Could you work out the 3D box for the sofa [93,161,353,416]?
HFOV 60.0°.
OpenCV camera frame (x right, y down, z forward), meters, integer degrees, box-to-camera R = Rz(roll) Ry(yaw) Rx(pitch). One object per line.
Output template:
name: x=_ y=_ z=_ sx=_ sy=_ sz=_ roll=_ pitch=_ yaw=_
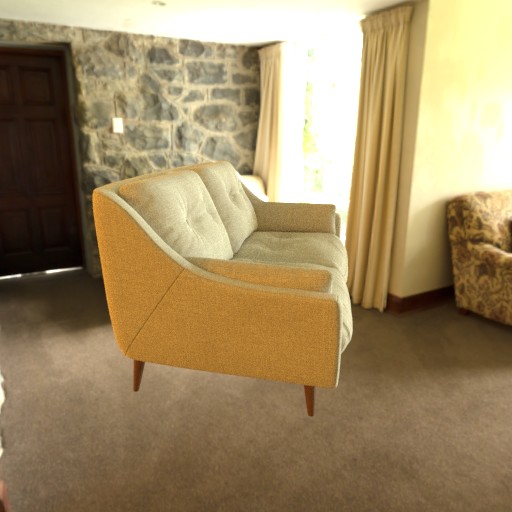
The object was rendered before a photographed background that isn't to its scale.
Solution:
sofa: x=0.000 y=0.000 z=2.299 sx=0.965 sy=0.888 sz=1.652 roll=3 pitch=16 yaw=10
